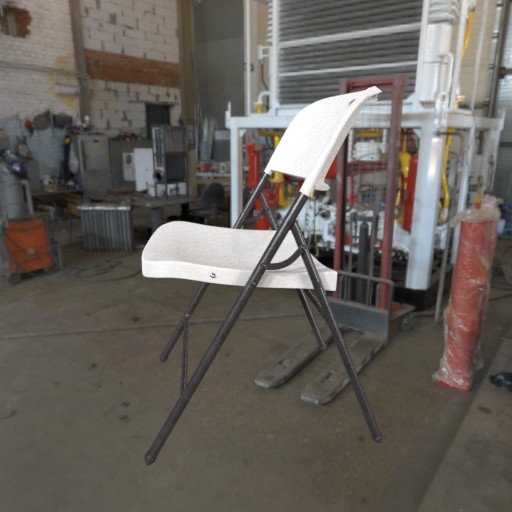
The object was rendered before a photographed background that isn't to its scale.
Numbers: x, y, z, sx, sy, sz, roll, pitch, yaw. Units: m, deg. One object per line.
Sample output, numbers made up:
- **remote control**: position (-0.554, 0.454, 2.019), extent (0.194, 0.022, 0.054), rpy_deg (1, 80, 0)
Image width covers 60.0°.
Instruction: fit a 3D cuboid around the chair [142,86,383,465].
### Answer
- **chair**: position (0.000, 0.000, 1.142), extent (0.566, 0.810, 0.494), rpy_deg (-2, 16, -7)
